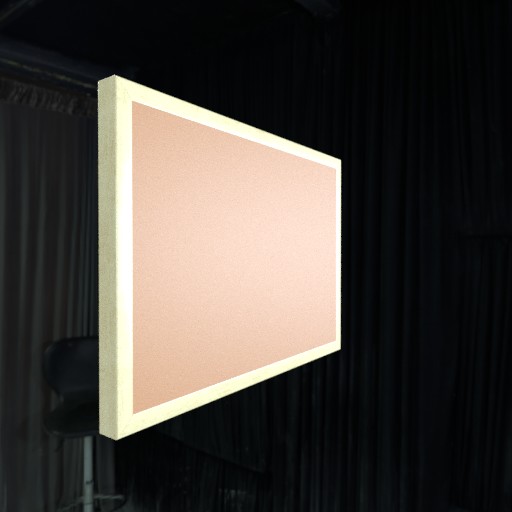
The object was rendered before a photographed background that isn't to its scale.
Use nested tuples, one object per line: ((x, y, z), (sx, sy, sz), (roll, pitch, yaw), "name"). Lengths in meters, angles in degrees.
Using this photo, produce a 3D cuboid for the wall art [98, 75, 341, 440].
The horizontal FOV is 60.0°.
((0.000, 0.000, 0.685), (0.032, 0.381, 0.533), (0, 1, 36), "wall art")
